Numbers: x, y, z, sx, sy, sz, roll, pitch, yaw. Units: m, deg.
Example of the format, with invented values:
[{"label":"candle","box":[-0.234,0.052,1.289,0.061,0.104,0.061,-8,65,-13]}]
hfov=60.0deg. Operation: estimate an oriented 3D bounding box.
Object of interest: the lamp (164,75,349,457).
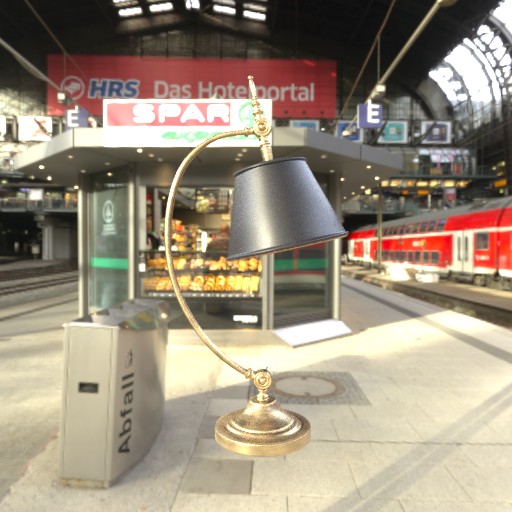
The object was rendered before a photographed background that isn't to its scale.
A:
[{"label":"lamp","box":[0.000,0.000,0.835,0.344,0.675,0.235,0,1,0]}]
